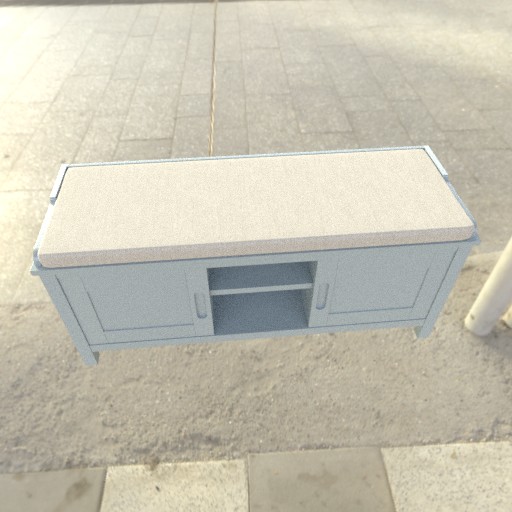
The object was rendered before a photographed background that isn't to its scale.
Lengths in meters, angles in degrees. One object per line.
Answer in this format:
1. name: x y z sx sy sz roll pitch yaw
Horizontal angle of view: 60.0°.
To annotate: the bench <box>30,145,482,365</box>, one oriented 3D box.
1. bench: 0.000 0.000 1.396 1.140 0.501 0.398 -4 46 -4
